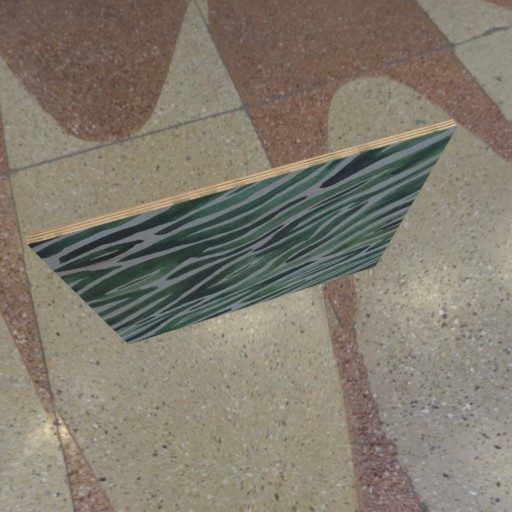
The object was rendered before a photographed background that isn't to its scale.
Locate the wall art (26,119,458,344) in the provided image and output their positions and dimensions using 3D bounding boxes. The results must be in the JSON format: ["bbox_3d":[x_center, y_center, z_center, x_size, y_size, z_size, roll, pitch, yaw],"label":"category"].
[{"bbox_3d":[0.000,0.000,0.684,0.508,0.408,0.012,-17,65,-8],"label":"wall art"}]
